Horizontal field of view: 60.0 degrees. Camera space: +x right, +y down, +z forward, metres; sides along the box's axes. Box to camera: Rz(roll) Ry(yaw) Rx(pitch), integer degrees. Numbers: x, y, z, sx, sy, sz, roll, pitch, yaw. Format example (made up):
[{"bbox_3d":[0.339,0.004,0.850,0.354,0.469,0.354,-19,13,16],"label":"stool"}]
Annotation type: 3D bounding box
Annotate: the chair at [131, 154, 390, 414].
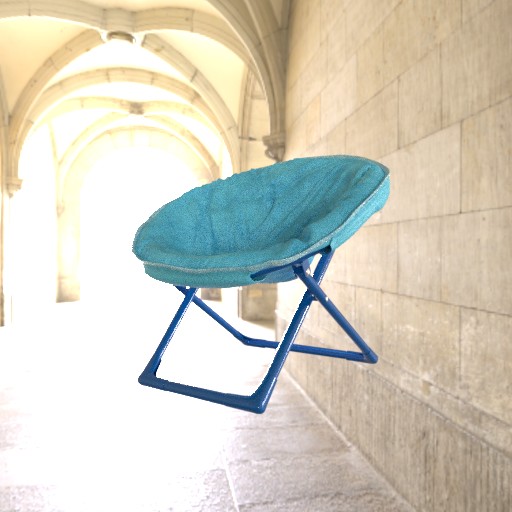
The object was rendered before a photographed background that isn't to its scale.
[{"bbox_3d":[0.000,0.000,0.896,0.520,0.478,0.465,0,1,34],"label":"chair"}]
